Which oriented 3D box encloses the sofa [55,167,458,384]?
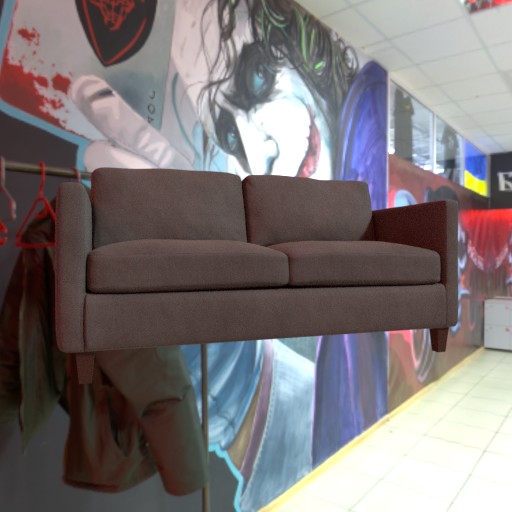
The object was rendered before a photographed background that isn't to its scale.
[{"bbox_3d":[0.000,0.000,2.358,1.884,0.963,0.950,0,1,-19],"label":"sofa"}]
